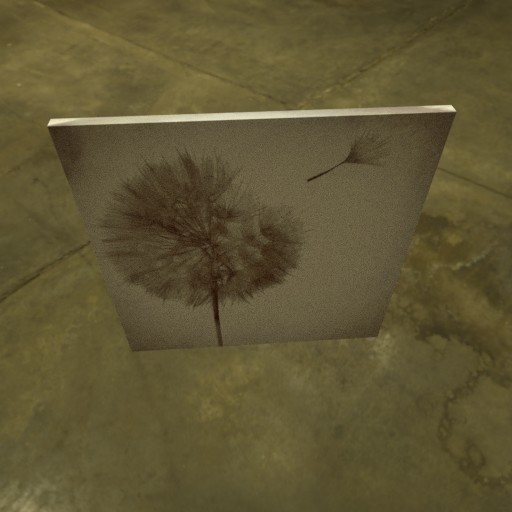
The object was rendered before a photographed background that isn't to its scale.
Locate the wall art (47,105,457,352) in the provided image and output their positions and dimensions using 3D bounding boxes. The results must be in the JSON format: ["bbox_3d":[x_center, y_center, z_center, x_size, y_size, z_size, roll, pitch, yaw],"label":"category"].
[{"bbox_3d":[0.000,0.000,1.106,0.762,0.762,0.027,-3,46,-3],"label":"wall art"}]
